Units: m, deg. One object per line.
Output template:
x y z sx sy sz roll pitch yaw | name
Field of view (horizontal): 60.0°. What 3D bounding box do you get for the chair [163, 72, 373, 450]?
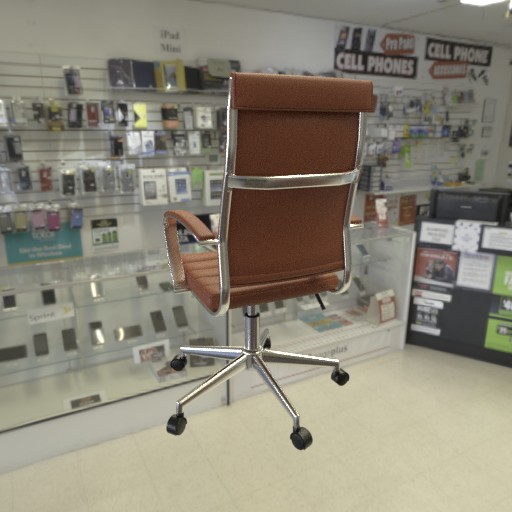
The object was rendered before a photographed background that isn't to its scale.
0.000 0.000 1.604 0.766 1.149 0.739 -8 17 -25 | chair
